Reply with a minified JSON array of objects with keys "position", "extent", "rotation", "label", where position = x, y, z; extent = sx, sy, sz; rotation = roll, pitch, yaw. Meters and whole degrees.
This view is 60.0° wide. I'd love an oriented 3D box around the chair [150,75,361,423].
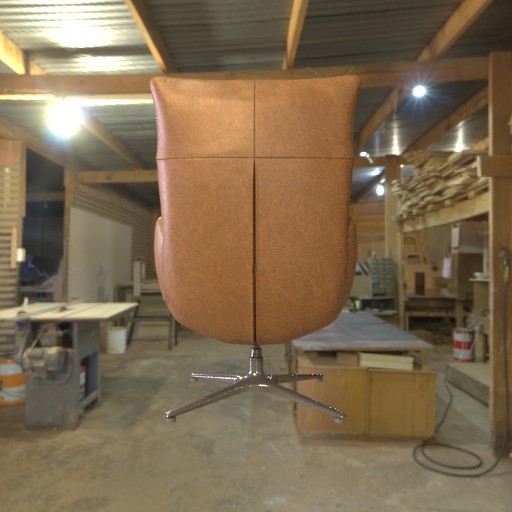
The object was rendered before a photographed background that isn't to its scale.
[{"position":[0.000,0.000,1.590],"extent":[0.711,1.027,0.794],"rotation":[0,-1,1],"label":"chair"}]
